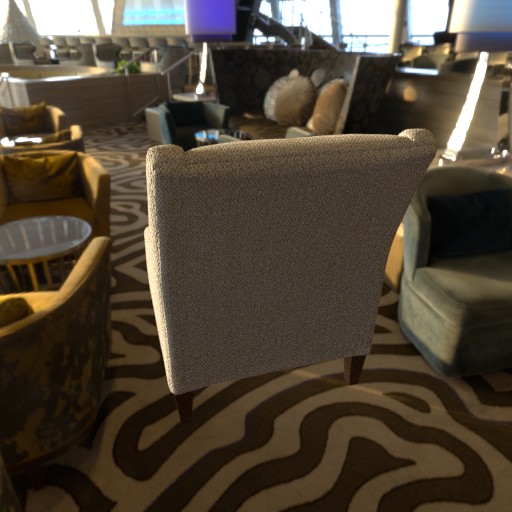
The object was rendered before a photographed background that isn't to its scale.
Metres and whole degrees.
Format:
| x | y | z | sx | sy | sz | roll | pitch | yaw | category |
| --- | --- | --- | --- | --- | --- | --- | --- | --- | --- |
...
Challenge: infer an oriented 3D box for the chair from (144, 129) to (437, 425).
| x | y | z | sx | sy | sz | roll | pitch | yaw | category |
| --- | --- | --- | --- | --- | --- | --- | --- | --- | --- |
| 0.000 | 0.000 | 1.641 | 0.774 | 1.014 | 0.870 | -8 | 27 | -15 | chair |
